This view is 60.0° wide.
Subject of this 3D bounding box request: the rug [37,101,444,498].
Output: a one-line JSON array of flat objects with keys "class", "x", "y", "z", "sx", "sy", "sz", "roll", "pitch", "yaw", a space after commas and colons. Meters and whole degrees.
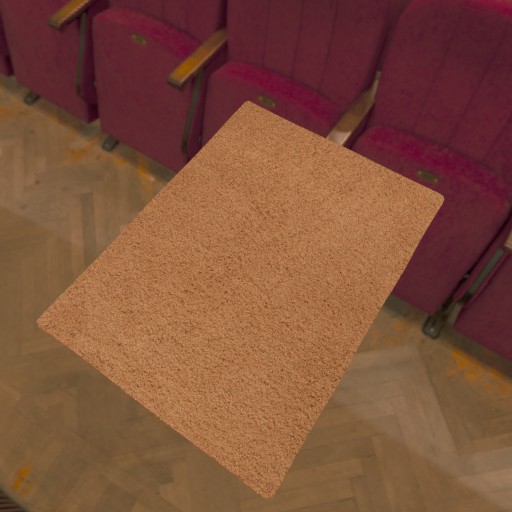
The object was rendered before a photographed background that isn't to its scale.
[{"class": "rug", "x": 0.000, "y": 0.000, "z": 2.052, "sx": 1.199, "sy": 0.025, "sz": 1.600, "roll": 31, "pitch": 66, "yaw": 15}]
